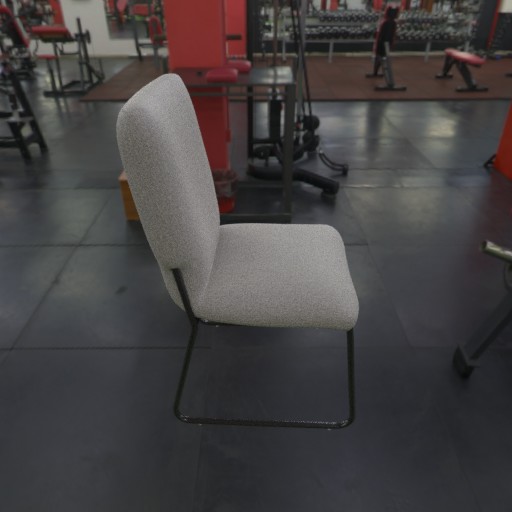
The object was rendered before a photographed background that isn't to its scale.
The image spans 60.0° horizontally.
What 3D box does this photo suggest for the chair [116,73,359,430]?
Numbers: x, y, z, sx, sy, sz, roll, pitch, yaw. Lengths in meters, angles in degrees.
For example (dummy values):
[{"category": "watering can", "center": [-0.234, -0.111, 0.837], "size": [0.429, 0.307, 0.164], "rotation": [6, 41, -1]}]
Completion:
[{"category": "chair", "center": [0.000, 0.000, 1.193], "size": [0.560, 0.864, 0.448], "rotation": [1, 32, 2]}]
